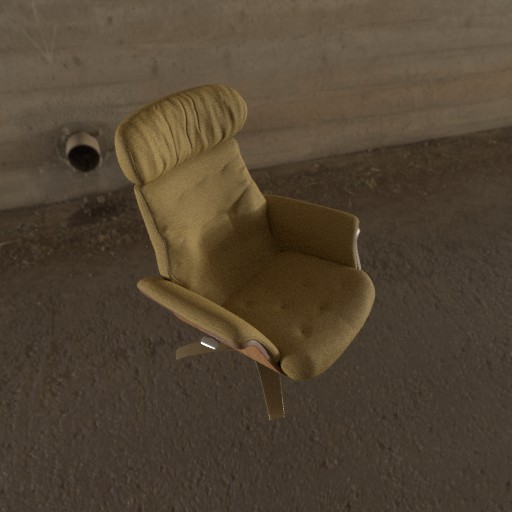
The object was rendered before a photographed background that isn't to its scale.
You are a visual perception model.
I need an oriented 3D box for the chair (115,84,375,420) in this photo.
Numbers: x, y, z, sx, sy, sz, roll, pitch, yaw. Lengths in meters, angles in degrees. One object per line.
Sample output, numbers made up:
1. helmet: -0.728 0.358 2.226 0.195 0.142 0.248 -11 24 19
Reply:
1. chair: 0.000 0.000 1.603 0.837 0.995 0.785 26 46 28
